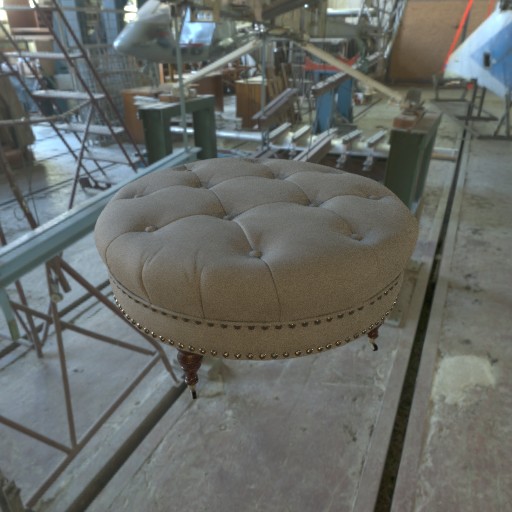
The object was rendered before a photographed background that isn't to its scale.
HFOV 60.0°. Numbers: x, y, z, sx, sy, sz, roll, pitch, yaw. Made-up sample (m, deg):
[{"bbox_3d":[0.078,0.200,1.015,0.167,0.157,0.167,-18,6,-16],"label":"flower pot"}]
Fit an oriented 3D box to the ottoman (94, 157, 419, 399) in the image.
[{"bbox_3d":[0.000,0.000,1.343,0.901,0.439,0.901,0,27,0],"label":"ottoman"}]
